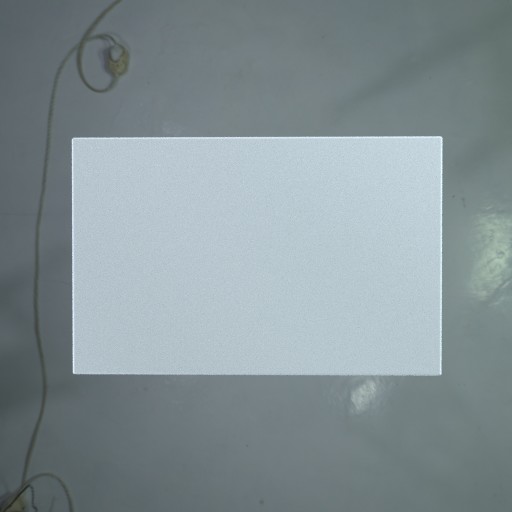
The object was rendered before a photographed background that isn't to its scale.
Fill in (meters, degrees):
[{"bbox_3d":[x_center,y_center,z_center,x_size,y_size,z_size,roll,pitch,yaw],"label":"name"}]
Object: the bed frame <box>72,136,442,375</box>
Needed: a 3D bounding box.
[{"bbox_3d":[0.000,0.000,3.775,2.987,0.440,1.930,0,91,1],"label":"bed frame"}]
